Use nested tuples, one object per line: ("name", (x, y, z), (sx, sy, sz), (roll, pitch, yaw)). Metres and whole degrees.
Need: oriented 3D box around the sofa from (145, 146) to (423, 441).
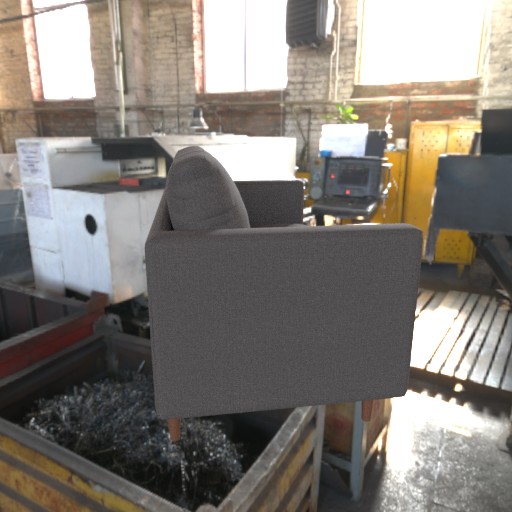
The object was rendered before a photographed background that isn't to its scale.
("sofa", (0.000, 0.000, 1.912), (0.796, 0.908, 1.430), (-2, 16, -9))
